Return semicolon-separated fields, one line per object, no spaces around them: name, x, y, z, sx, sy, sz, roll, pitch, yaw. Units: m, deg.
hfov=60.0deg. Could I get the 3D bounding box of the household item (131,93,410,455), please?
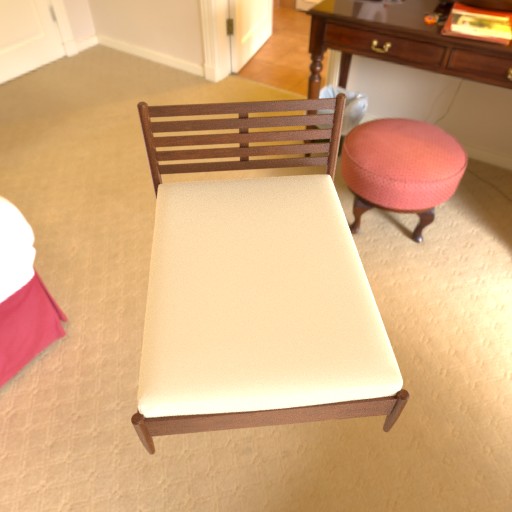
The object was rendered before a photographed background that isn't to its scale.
household item;0.000;0.000;3.242;1.663;1.356;2.232;-4;46;-4
